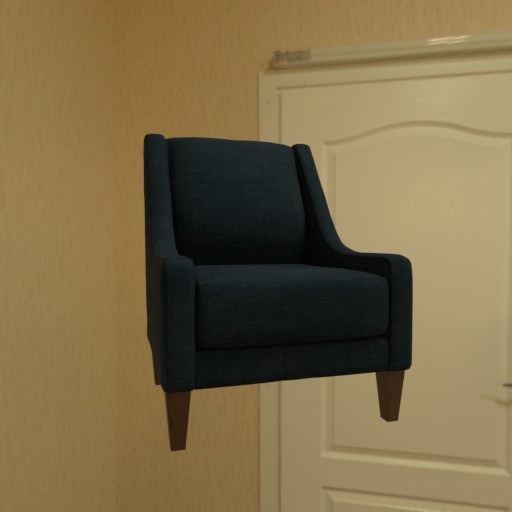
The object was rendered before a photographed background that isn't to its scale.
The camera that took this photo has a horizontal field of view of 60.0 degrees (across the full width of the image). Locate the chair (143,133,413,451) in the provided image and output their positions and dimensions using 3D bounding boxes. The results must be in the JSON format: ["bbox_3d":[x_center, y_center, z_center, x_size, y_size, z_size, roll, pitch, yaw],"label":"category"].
[{"bbox_3d":[0.000,0.000,1.626,0.774,1.014,0.870,-1,2,-17],"label":"chair"}]
